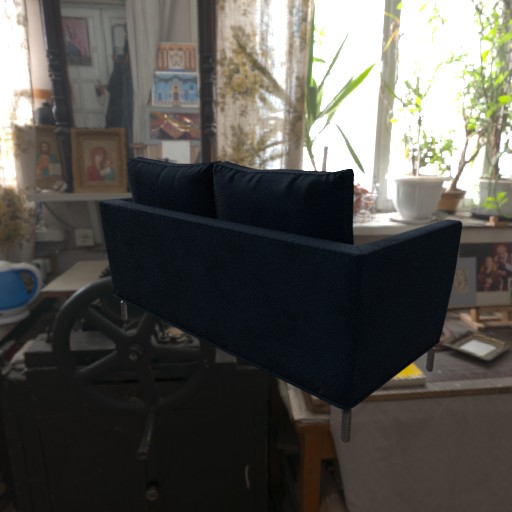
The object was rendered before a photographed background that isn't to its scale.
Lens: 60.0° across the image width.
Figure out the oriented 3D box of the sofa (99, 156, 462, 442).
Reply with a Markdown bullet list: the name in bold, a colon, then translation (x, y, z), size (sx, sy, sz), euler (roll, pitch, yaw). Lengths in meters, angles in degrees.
- **sofa**: translation (0.000, 0.000, 2.340), size (1.770, 1.002, 0.853), euler (14, 21, 43)
